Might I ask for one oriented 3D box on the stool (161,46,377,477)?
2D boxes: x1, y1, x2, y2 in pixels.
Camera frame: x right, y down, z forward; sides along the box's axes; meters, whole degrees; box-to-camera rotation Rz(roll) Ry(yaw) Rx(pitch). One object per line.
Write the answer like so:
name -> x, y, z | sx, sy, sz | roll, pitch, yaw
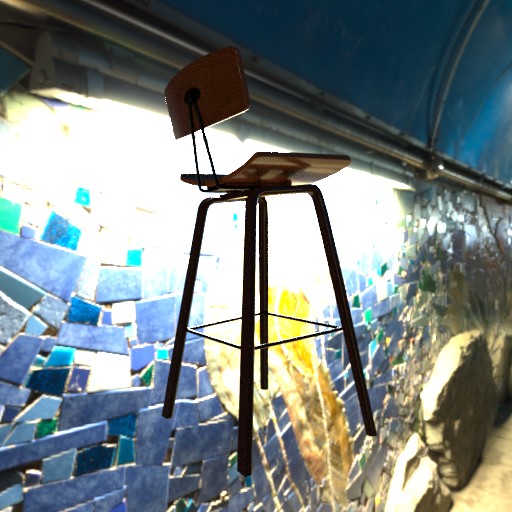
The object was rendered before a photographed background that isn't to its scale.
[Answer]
stool -> 0.000, 0.000, 1.263 | 0.440, 0.969, 0.509 | -1, 2, -36
